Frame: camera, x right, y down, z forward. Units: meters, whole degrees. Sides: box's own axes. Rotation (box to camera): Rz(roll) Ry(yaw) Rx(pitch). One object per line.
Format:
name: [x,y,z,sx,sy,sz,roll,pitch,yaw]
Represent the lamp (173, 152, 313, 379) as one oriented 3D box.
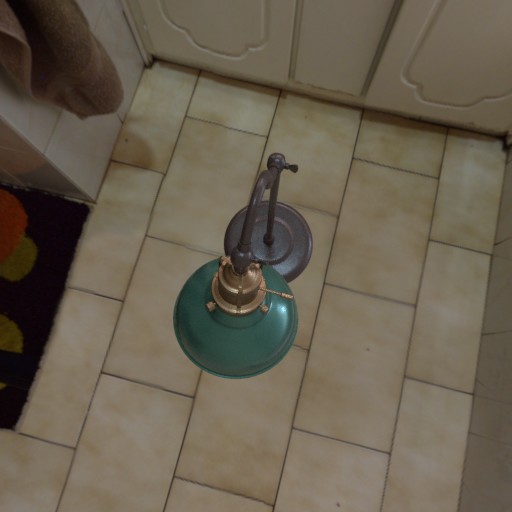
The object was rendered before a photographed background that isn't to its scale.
lamp: [0.000,0.000,0.690,0.192,0.508,0.374,16,77,4]
